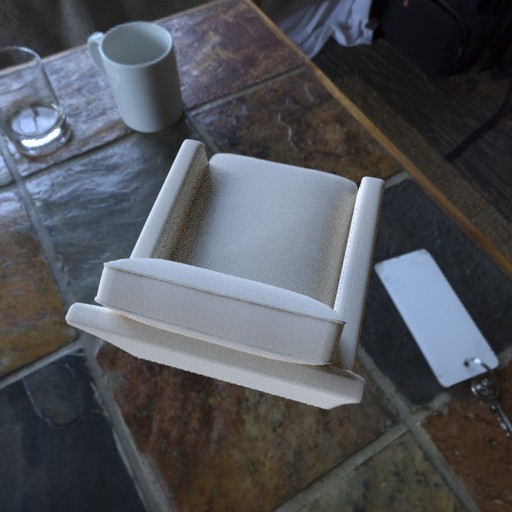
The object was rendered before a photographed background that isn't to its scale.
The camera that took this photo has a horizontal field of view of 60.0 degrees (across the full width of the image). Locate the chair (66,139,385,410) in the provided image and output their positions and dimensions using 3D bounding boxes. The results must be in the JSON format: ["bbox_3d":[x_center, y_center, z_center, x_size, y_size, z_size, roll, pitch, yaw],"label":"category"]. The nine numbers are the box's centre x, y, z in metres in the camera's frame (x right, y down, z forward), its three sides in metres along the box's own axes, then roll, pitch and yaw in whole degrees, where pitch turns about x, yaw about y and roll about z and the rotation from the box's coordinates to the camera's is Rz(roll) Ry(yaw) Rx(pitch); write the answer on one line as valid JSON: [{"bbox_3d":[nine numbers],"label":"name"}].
[{"bbox_3d":[0.000,0.000,1.705,0.853,0.943,1.014,13,63,7],"label":"chair"}]
